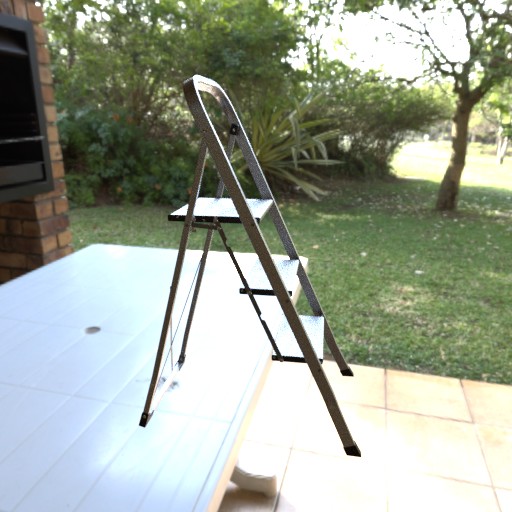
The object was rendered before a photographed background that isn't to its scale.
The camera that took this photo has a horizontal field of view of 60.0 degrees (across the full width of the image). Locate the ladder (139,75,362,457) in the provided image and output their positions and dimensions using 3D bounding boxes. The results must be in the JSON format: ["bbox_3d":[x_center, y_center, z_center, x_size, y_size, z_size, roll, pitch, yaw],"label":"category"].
[{"bbox_3d":[0.000,0.000,1.424,0.704,1.070,0.465,3,17,9],"label":"ladder"}]
